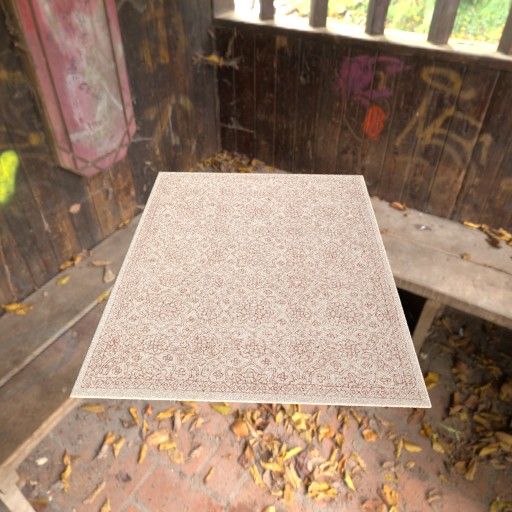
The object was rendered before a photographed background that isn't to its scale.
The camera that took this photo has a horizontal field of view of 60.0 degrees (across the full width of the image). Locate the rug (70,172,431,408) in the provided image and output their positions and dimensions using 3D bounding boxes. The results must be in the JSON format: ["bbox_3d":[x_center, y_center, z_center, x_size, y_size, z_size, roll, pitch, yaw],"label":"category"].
[{"bbox_3d":[0.000,0.000,4.146,2.441,0.015,3.050,1,40,1],"label":"rug"}]
